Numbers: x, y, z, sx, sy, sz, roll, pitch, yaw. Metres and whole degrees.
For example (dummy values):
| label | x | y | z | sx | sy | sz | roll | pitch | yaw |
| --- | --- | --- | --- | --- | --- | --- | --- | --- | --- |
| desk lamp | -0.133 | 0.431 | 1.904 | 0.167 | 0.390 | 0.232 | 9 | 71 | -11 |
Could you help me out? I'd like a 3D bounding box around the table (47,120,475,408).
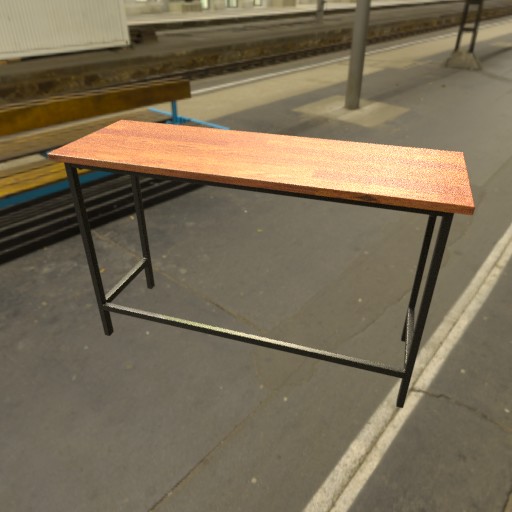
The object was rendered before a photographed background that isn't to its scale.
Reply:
| label | x | y | z | sx | sy | sz | roll | pitch | yaw |
| --- | --- | --- | --- | --- | --- | --- | --- | --- | --- |
| table | 0.000 | 0.000 | 1.546 | 1.204 | 0.740 | 0.408 | 10 | 33 | 15 |
